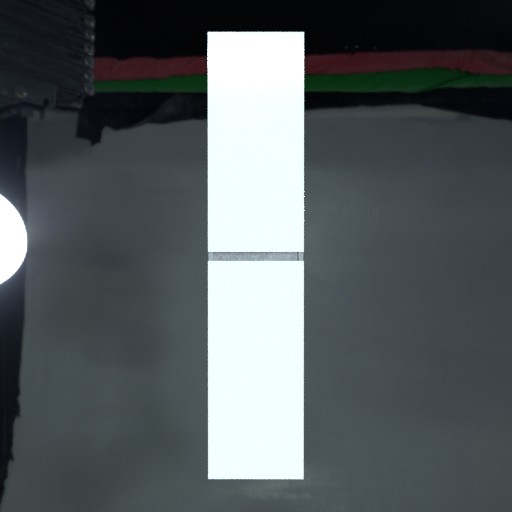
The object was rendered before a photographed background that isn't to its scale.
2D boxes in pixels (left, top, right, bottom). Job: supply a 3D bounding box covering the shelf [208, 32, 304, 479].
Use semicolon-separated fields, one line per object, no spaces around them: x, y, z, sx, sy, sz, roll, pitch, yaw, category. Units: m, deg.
0.000;0.000;1.522;0.300;1.400;0.270;0;1;0;shelf
